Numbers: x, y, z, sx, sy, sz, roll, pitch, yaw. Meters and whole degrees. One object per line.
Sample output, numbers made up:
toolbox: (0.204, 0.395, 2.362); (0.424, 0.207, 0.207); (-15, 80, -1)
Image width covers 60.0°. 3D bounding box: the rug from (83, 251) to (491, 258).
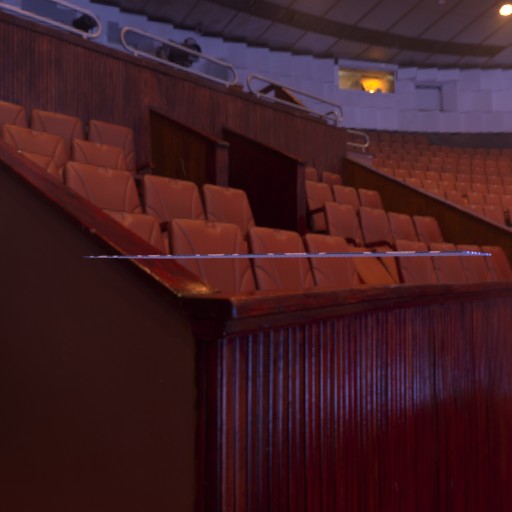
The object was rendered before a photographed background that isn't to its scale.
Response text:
rug: (0.000, 0.000, 2.525); (2.296, 0.006, 0.685); (-1, -1, 35)
